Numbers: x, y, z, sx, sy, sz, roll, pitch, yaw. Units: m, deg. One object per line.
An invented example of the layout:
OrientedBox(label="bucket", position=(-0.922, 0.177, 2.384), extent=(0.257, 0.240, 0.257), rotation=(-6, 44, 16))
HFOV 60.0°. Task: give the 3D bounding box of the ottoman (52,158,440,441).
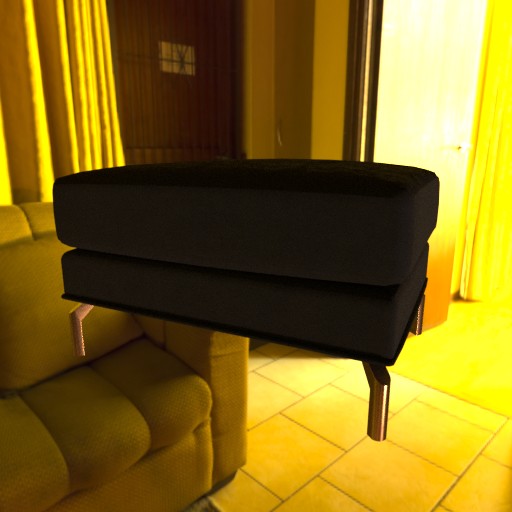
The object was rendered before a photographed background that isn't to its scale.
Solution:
OrientedBox(label="ottoman", position=(0.000, 0.000, 1.169), extent=(0.835, 0.498, 0.587), rotation=(7, 15, 25))
